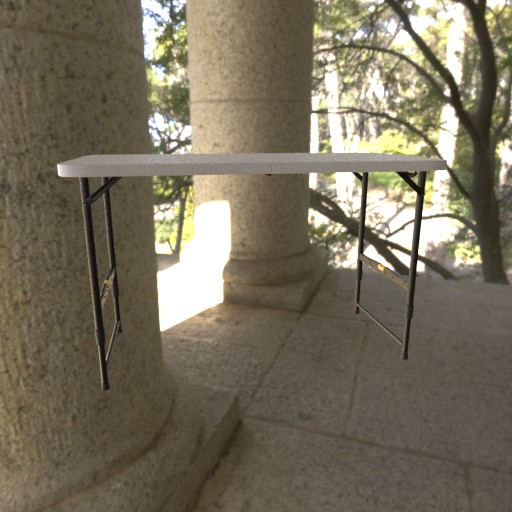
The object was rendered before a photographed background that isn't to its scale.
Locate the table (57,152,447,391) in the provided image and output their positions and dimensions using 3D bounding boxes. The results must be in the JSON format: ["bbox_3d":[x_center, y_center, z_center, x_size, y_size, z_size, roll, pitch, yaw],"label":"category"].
[{"bbox_3d":[0.000,0.000,1.688,1.245,0.737,0.611,-3,16,-11],"label":"table"}]
